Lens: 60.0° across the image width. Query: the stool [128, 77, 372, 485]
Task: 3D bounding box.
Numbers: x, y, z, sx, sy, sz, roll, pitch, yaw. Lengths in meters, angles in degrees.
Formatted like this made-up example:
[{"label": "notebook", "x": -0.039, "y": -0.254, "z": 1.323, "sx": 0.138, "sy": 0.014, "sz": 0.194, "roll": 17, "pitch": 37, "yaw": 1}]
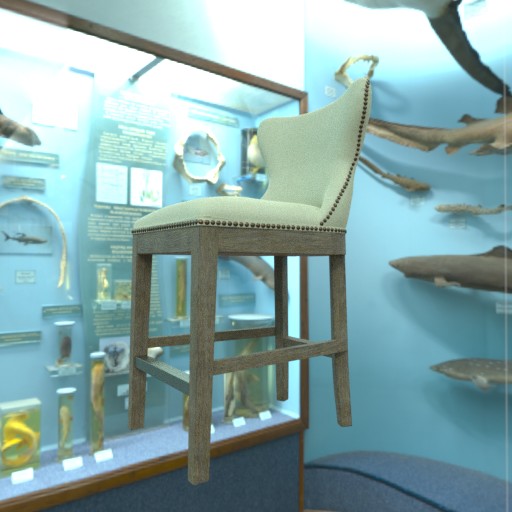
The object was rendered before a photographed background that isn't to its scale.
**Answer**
[{"label": "stool", "x": 0.000, "y": 0.000, "z": 1.277, "sx": 0.608, "sy": 0.981, "sz": 0.498, "roll": 0, "pitch": -1, "yaw": -36}]
